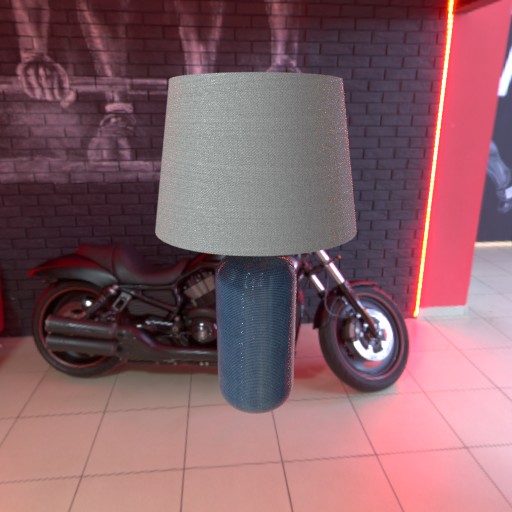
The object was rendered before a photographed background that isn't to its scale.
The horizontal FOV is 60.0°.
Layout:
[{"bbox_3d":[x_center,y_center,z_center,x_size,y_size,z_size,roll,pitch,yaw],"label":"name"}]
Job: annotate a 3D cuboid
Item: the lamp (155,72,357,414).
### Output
[{"bbox_3d":[0.000,0.000,0.581,0.253,0.428,0.253,0,17,0],"label":"lamp"}]
